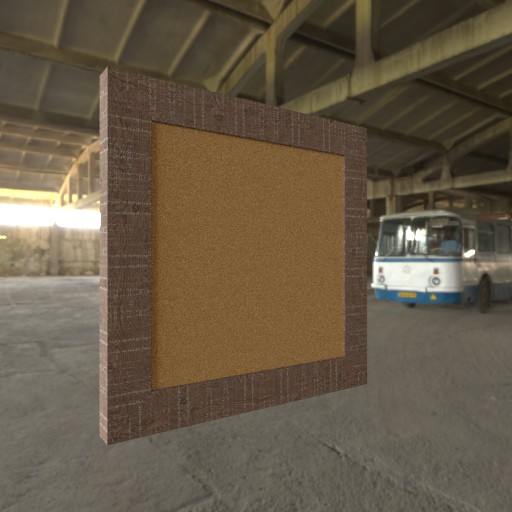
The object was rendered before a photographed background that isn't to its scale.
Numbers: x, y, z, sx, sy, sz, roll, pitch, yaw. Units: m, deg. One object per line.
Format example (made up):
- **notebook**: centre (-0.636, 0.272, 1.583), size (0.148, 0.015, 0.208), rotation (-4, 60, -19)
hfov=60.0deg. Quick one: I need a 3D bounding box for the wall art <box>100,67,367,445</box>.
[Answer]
- **wall art**: centre (0.000, 0.000, 0.787), size (0.531, 0.531, 0.040), rotation (0, 0, -34)
